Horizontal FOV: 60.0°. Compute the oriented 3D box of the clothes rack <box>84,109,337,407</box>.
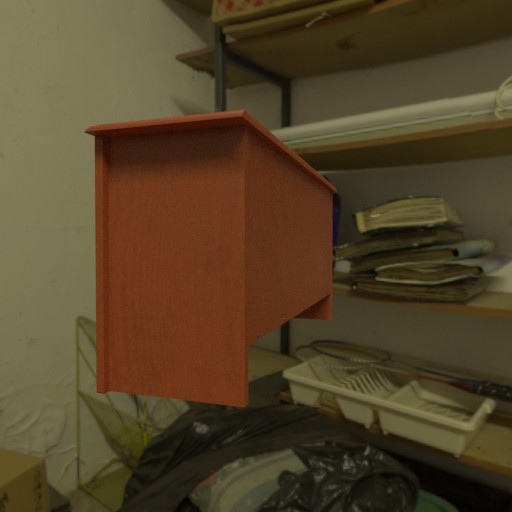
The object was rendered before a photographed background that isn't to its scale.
[{"bbox_3d":[0.000,0.000,1.497,0.362,0.594,1.251,0,1,18],"label":"clothes rack"}]
